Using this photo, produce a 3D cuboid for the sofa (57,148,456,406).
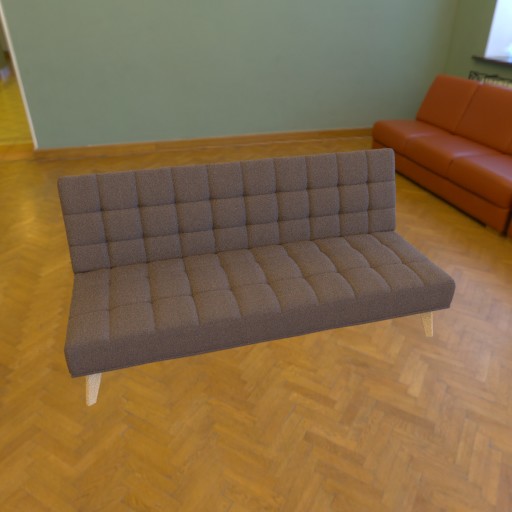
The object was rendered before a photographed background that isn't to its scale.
[{"bbox_3d":[0.000,0.000,2.248,1.800,0.810,0.860,-8,31,-13],"label":"sofa"}]
